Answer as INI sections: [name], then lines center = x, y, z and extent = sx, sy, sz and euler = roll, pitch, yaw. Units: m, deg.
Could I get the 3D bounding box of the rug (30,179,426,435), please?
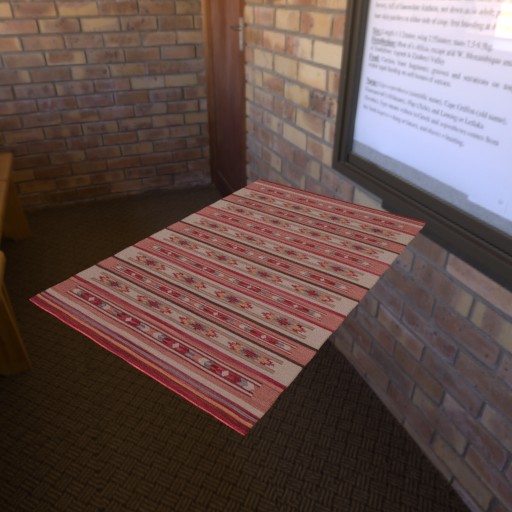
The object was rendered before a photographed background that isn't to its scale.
[rug]
center = 0.000, 0.000, 2.329
extent = 1.223, 0.008, 1.817
euler = 20, 37, 30
